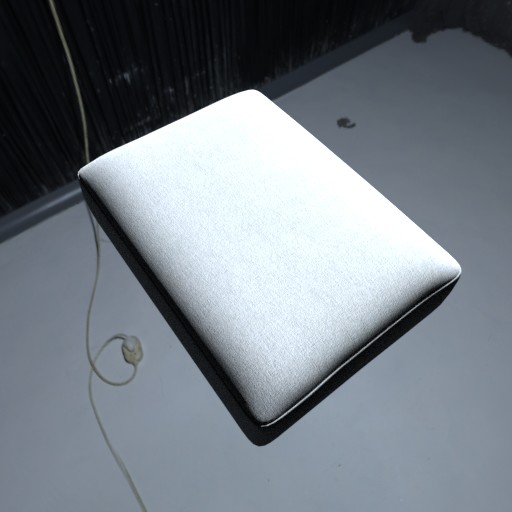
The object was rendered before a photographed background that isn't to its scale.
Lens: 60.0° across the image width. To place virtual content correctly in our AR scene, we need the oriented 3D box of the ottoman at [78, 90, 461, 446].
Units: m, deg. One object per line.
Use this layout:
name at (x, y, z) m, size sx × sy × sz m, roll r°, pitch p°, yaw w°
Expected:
ottoman at (0.000, 0.000, 1.104) m, size 0.549 × 0.428 × 0.749 m, roll -32°, pitch 63°, yaw -19°
